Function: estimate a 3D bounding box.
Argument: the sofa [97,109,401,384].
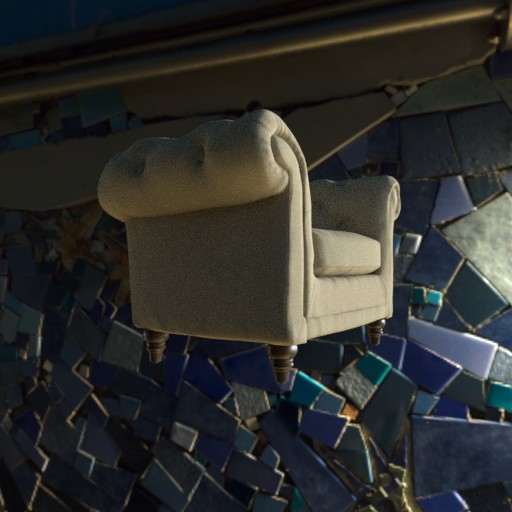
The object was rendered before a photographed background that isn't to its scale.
[{"bbox_3d":[0.000,0.000,2.084,1.034,0.878,1.405,-1,-2,35],"label":"sofa"}]
